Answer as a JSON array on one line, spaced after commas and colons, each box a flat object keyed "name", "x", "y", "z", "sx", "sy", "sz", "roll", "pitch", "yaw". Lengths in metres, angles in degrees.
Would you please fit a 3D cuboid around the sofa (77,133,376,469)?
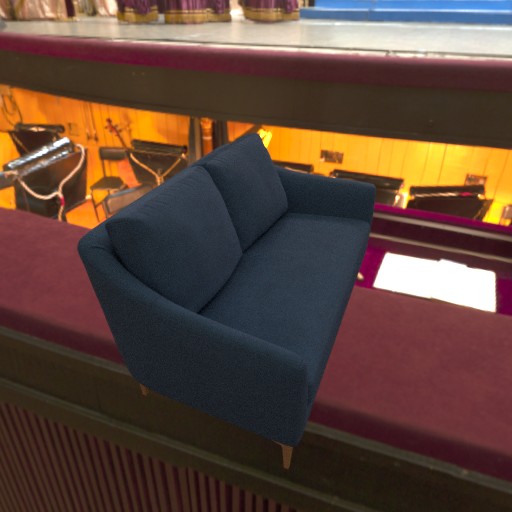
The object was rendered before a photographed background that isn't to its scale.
[{"name": "sofa", "x": 0.000, "y": 0.000, "z": 2.229, "sx": 0.960, "sy": 0.902, "sz": 1.619, "roll": 11, "pitch": 32, "yaw": 18}]
